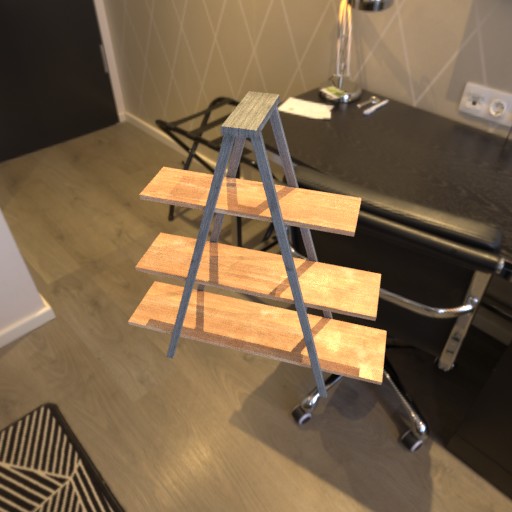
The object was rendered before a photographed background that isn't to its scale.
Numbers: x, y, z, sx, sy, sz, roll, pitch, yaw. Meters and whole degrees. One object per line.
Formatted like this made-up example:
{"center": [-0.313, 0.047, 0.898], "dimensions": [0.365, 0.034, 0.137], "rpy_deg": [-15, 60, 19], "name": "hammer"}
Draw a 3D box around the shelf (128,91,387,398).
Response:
{"center": [0.000, 0.000, 2.647], "dimensions": [1.746, 1.808, 0.508], "rpy_deg": [11, 43, 12], "name": "shelf"}
